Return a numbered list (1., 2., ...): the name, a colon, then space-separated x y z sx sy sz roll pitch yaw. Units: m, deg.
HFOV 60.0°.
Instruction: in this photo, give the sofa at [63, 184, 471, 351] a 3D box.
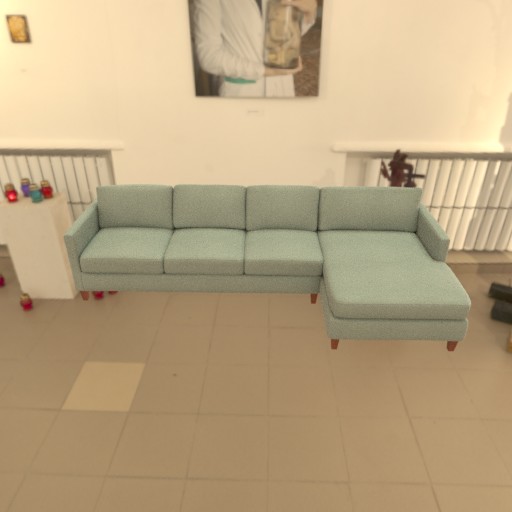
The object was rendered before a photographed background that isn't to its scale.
1. sofa: 0.000 0.000 4.141 3.471 0.950 1.604 1 30 1
